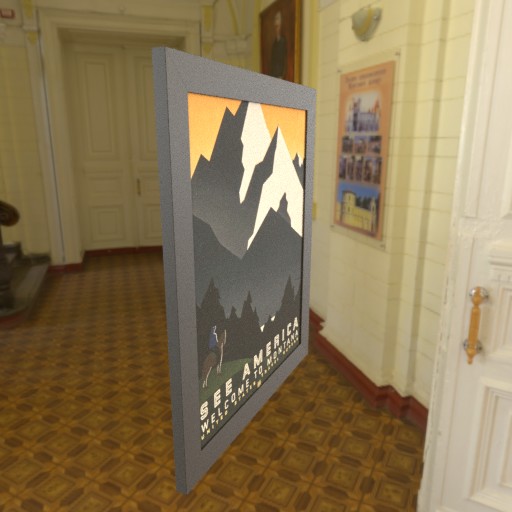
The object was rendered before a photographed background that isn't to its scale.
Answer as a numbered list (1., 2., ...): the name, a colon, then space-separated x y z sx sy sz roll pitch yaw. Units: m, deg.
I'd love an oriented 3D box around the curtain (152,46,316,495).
1. curtain: 0.000 0.000 0.767 0.027 0.585 0.483 7 17 26
